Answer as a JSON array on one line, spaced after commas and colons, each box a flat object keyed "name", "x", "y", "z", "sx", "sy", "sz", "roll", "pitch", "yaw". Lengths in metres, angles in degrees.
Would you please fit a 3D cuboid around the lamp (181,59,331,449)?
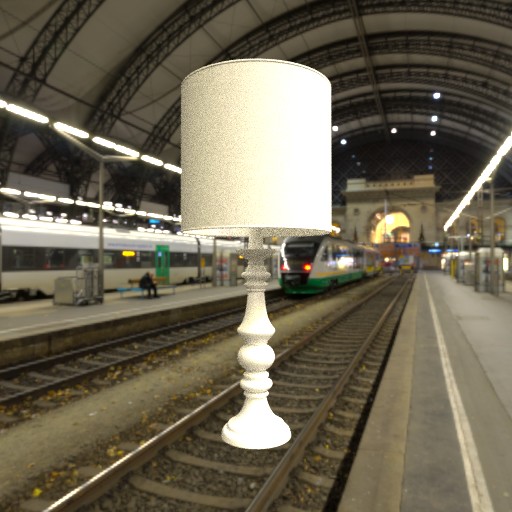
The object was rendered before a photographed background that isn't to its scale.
[{"name": "lamp", "x": 0.000, "y": 0.000, "z": 0.745, "sx": 0.250, "sy": 0.597, "sz": 0.250, "roll": 0, "pitch": -1, "yaw": -1}]
